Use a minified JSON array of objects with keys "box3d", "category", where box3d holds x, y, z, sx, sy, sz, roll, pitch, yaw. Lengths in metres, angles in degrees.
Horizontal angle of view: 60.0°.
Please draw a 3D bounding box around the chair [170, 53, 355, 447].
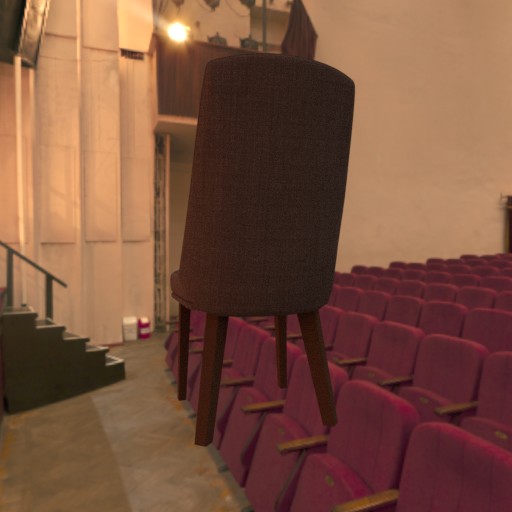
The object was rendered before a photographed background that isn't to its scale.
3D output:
[{"box3d":[0.000,0.000,1.421,0.510,1.050,0.577,-1,2,-20],"category":"chair"}]
